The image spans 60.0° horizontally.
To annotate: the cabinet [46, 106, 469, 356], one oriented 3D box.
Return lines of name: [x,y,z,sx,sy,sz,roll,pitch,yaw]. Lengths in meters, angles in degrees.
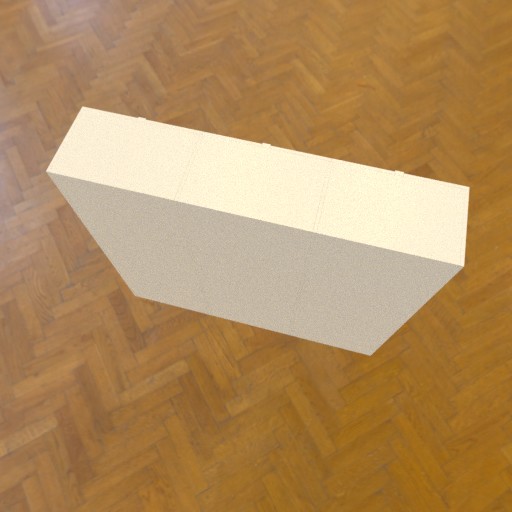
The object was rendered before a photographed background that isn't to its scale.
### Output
cabinet: [0.000,0.000,3.961,2.700,2.370,0.590,13,65,6]
